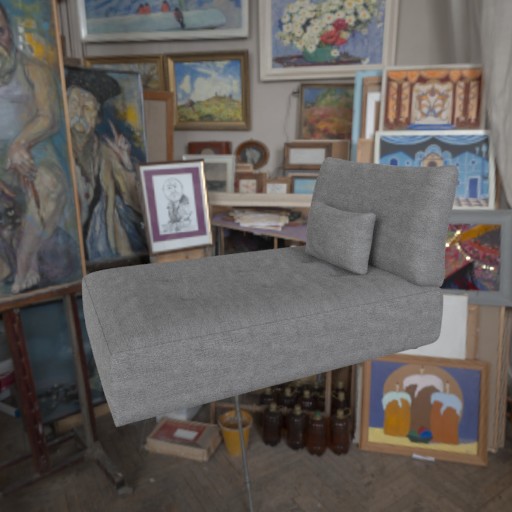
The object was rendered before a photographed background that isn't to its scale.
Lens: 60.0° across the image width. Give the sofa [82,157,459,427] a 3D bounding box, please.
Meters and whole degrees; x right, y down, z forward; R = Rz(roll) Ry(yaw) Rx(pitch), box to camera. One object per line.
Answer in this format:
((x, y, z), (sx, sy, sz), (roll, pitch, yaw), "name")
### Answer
((0.000, 0.000, 1.993), (1.450, 0.820, 0.930), (-7, 16, -25), "sofa")
